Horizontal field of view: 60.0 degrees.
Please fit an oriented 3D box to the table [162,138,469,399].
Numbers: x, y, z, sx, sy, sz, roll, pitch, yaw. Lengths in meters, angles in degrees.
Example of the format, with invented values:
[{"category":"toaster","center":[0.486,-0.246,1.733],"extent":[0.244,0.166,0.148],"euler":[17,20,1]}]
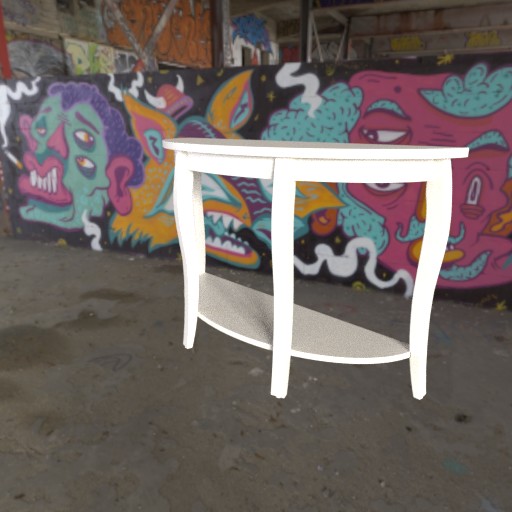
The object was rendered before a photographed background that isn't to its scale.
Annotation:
[{"category":"table","center":[0.000,0.000,1.578],"extent":[1.219,0.780,0.394],"euler":[16,23,42]}]
